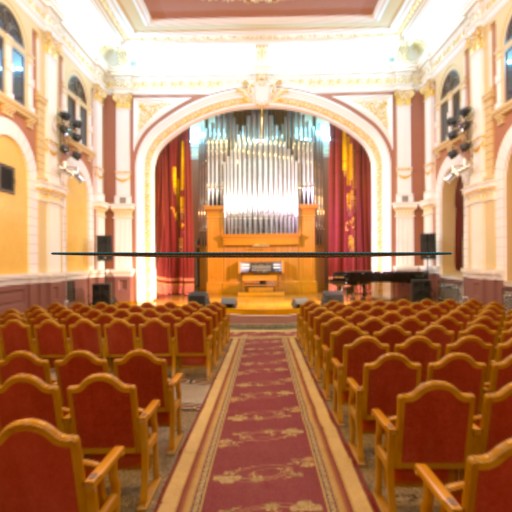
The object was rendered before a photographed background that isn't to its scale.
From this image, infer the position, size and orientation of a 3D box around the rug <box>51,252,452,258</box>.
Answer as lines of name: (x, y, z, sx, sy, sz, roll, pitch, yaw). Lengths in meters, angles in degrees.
rug: (0.000, 0.000, 3.973, 2.226, 0.015, 3.044, 0, -1, 1)
